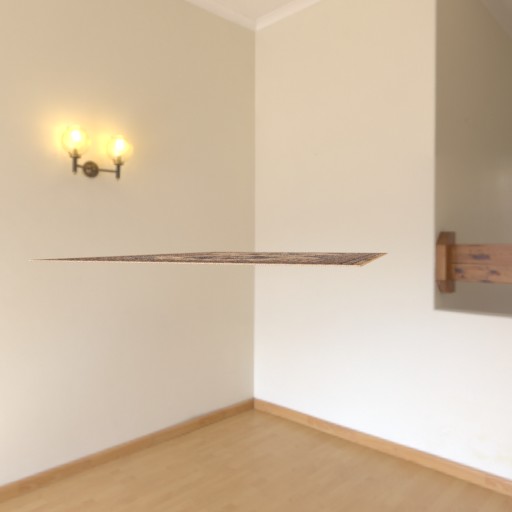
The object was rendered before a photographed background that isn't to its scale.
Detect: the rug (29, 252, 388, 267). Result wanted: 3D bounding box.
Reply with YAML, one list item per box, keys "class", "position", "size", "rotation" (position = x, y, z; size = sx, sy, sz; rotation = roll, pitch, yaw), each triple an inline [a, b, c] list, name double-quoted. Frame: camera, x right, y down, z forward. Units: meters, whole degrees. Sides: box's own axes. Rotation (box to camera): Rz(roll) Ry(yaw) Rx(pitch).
- class: "rug"
  position: [0.000, 0.000, 2.985]
  size: [1.611, 0.008, 2.227]
  rotation: [1, 2, 19]
